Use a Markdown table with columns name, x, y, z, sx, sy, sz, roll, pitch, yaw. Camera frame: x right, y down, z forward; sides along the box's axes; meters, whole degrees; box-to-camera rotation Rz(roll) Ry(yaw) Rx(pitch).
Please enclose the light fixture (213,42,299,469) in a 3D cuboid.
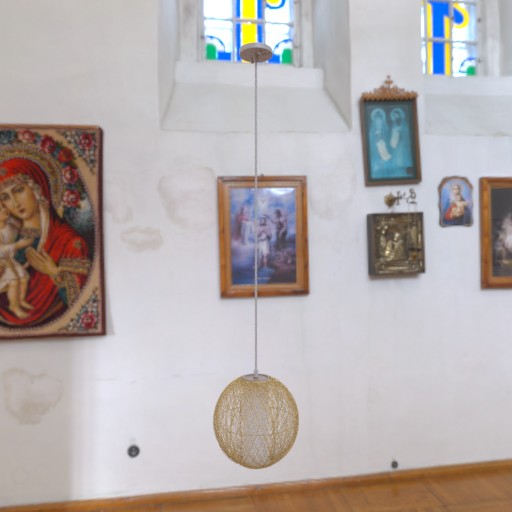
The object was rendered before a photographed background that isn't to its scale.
| name | x | y | z | sx | sy | sz | roll | pitch | yaw |
| --- | --- | --- | --- | --- | --- | --- | --- | --- | --- |
| light fixture | 0.000 | 0.000 | 2.106 | 0.407 | 1.955 | 0.406 | 0 | 0 | 37 |
